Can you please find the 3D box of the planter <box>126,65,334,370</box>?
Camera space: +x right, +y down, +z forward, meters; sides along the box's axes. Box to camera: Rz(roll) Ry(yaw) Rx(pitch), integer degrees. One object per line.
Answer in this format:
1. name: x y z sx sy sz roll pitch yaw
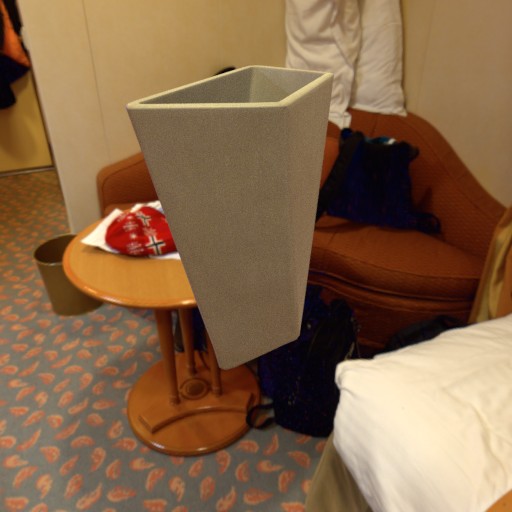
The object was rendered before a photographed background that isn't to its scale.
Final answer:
1. planter: 0.000 0.000 0.268 0.060 0.197 0.150 9 30 17
